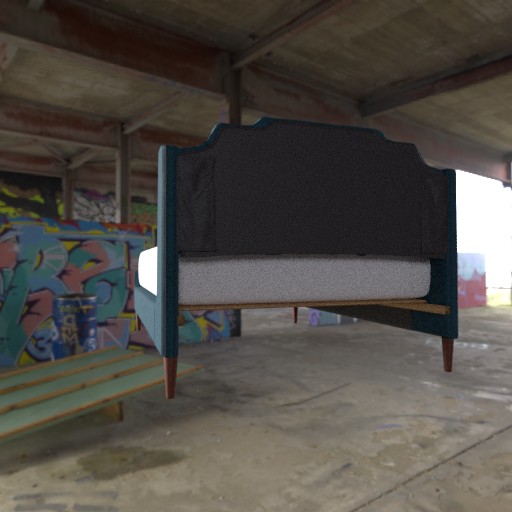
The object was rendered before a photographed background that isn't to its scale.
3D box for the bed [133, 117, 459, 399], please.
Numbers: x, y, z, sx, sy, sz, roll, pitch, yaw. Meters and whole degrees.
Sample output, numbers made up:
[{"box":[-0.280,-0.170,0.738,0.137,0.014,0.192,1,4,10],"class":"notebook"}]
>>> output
[{"box":[0.000,0.000,3.360,1.676,1.351,2.322,0,-1,-18],"class":"bed"}]
